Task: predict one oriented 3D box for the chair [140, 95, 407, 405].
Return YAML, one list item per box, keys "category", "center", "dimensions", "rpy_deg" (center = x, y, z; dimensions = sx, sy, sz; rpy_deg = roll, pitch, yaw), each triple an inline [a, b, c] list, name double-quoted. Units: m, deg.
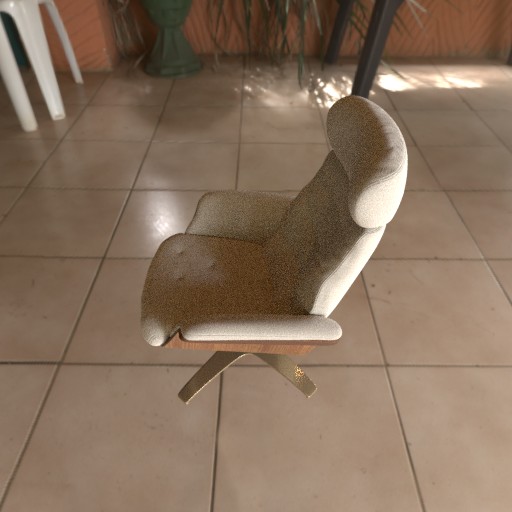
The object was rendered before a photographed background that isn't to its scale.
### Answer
- category: "chair"
  center: [0.000, 0.000, 1.567]
  dimensions: [0.837, 0.995, 0.785]
  rpy_deg: [-1, 41, -1]
